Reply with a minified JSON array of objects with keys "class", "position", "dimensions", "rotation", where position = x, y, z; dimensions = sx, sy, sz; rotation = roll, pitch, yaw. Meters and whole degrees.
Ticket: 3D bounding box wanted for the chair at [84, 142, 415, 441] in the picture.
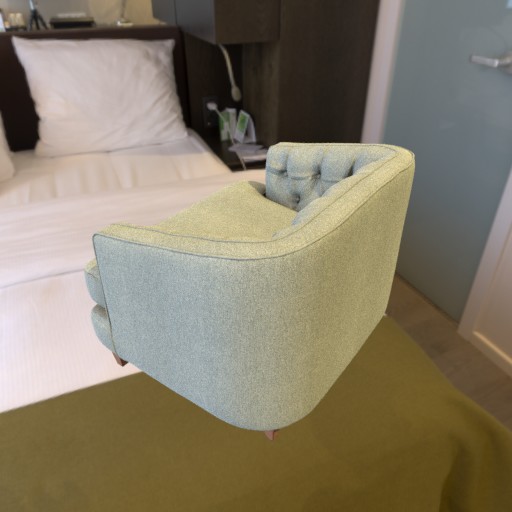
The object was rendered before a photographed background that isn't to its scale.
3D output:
[{"class":"chair","position":[0.000,0.000,1.787],"dimensions":[0.945,0.852,1.094],"rotation":[22,39,30]}]
